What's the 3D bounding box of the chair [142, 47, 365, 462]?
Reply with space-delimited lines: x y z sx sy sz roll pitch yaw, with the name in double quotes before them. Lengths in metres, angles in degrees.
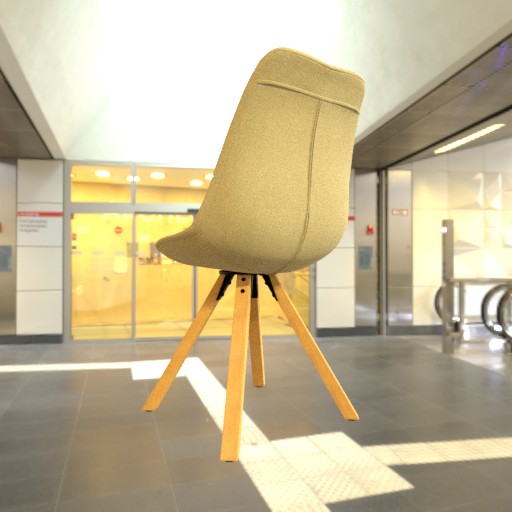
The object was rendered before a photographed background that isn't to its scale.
"chair" 0.000 0.000 1.189 0.474 0.863 0.549 0 -1 -37
